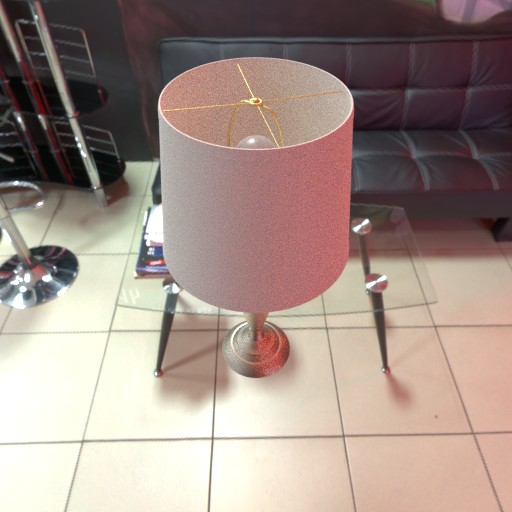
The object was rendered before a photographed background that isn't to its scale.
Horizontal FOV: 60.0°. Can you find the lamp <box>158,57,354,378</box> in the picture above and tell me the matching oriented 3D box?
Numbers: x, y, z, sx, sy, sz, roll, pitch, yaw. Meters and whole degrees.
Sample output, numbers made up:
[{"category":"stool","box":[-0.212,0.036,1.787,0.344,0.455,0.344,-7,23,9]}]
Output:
[{"category":"lamp","box":[0.000,0.000,0.821,0.328,0.619,0.328,0,46,0]}]
